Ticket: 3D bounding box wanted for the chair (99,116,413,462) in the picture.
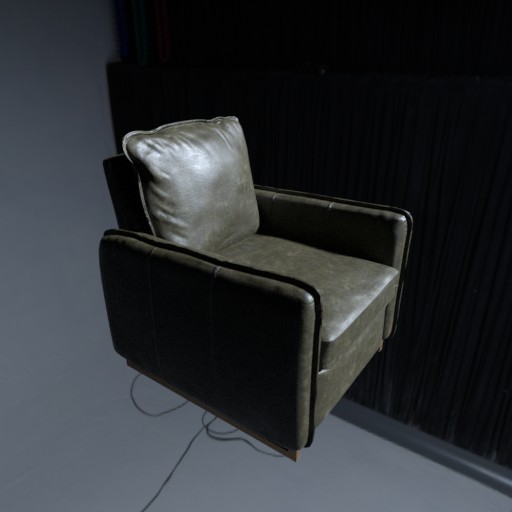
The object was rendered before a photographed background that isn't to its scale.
[{"bbox_3d":[0.000,0.000,1.654,0.921,0.921,0.830,17,30,32],"label":"chair"}]
